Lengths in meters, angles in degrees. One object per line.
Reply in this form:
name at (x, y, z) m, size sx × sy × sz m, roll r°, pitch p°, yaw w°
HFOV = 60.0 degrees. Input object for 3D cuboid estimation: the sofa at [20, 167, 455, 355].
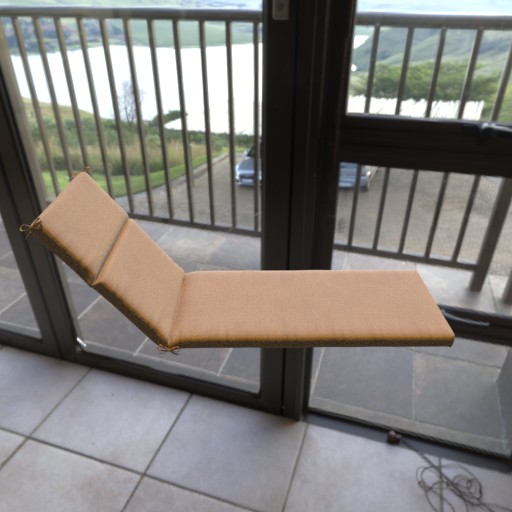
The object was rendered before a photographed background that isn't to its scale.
sofa at (0.000, 0.000, 1.921) m, size 1.663 × 0.622 × 0.582 m, roll 0°, pitch 31°, yaw 0°
